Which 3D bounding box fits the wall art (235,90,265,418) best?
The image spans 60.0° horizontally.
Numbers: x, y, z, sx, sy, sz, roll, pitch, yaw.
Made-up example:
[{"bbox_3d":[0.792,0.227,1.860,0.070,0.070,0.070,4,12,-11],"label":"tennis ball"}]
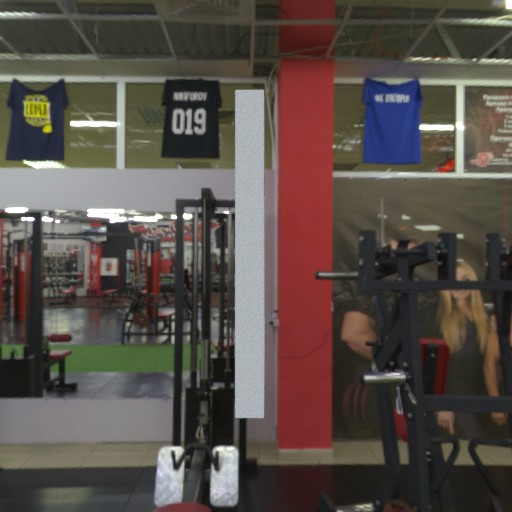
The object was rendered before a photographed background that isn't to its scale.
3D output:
[{"bbox_3d":[0.000,0.000,0.987,0.038,0.431,0.812,0,0,1],"label":"wall art"}]
